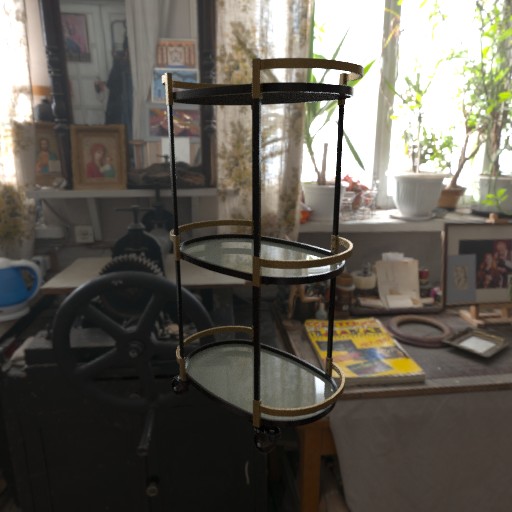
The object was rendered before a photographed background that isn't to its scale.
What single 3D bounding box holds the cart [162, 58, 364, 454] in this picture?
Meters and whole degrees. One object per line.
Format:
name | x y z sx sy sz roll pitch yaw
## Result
cart | 0.000 0.000 1.151 0.515 0.885 0.311 15 21 43
